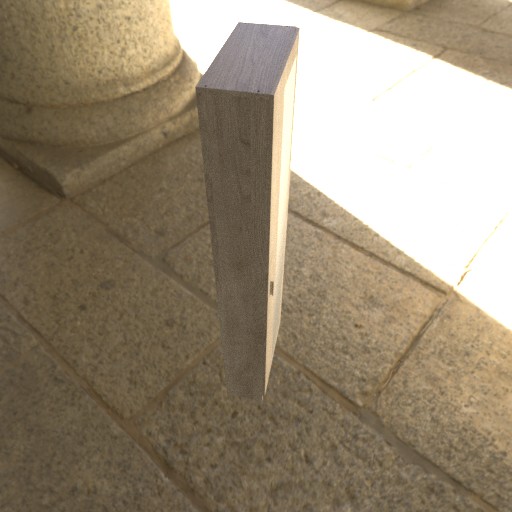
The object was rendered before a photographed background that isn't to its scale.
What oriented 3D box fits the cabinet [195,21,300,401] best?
[{"bbox_3d":[0.000,0.000,1.998,0.230,1.790,0.500,9,47,8],"label":"cabinet"}]
